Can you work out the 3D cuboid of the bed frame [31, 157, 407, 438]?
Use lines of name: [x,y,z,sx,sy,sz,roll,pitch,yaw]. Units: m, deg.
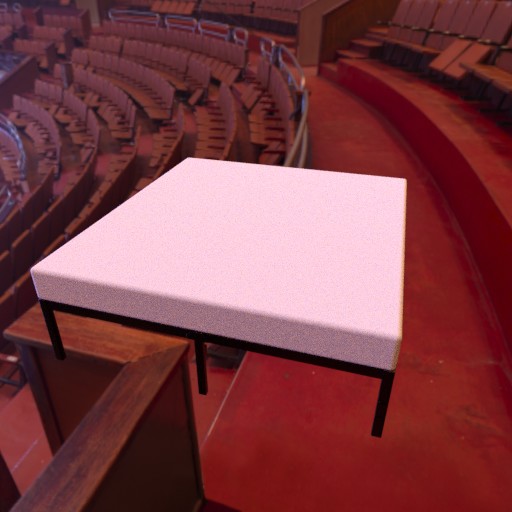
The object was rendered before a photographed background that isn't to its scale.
bed frame: [0.000,0.000,3.175,1.963,0.659,2.079,9,31,15]
